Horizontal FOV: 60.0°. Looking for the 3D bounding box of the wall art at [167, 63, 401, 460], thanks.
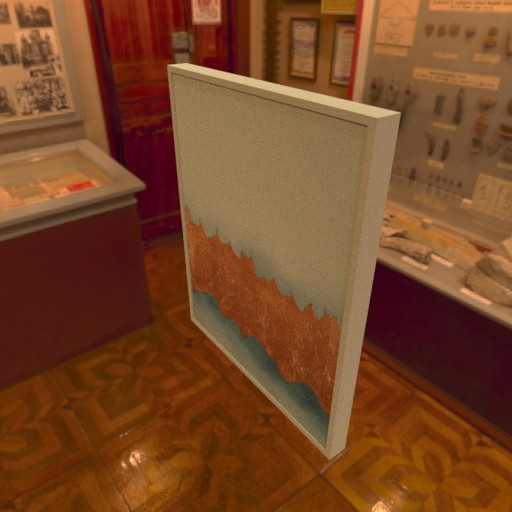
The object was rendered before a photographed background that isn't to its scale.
[{"bbox_3d":[0.000,0.000,0.750,0.039,0.553,0.451,-21,37,-31],"label":"wall art"}]
